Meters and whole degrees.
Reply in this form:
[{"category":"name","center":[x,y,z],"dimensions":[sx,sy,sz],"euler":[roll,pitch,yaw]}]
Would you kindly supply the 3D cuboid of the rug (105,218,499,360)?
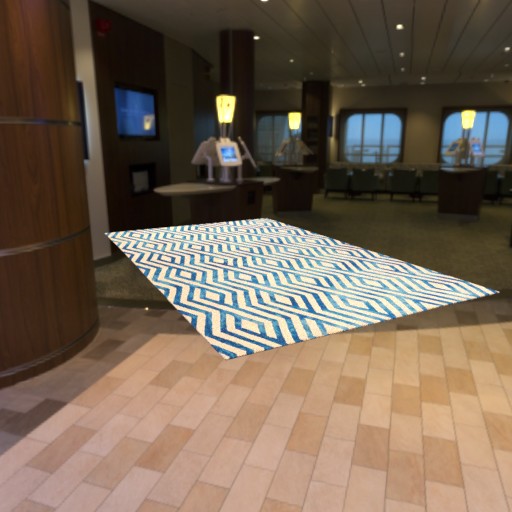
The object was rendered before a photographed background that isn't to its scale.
[{"category":"rug","center":[0.000,0.000,2.955],"dimensions":[1.531,0.008,2.439],"euler":[-8,17,-27]}]
